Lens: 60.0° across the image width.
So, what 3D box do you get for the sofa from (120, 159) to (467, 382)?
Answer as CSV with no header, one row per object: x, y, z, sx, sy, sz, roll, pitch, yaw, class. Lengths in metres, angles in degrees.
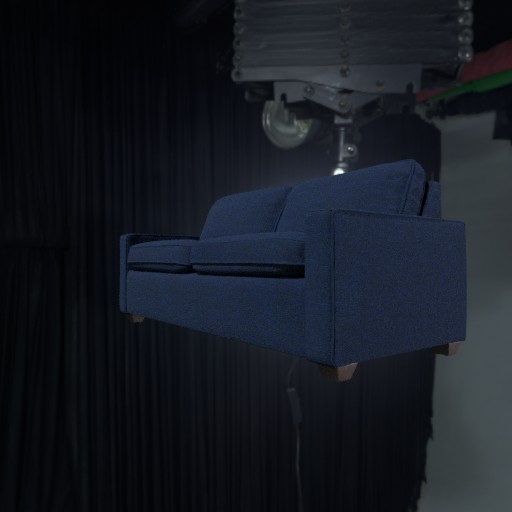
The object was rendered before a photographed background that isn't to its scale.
0.000,0.000,2.586,0.940,0.919,2.080,0,-1,-37,sofa
